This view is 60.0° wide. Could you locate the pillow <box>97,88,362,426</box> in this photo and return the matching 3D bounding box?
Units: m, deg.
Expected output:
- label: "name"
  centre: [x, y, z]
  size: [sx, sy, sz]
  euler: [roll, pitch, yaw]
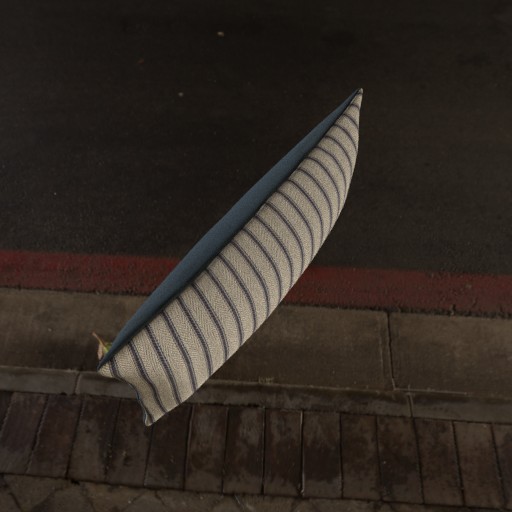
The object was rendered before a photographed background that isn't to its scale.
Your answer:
- label: "pillow"
  centre: [0.000, 0.000, 0.749]
  size: [0.151, 0.305, 0.609]
  euler: [31, 62, 19]
